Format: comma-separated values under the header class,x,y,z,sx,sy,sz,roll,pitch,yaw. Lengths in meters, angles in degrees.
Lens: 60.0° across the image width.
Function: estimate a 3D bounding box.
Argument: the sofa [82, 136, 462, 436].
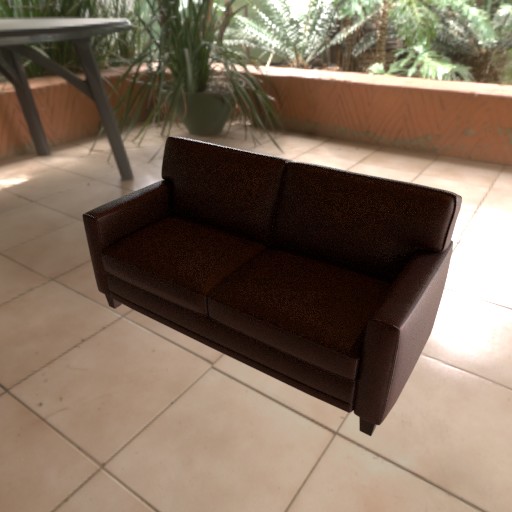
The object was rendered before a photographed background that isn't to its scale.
class,x,y,z,sx,sy,sz,roll,pitch,yaw
sofa,0.000,0.000,2.430,1.876,0.928,0.912,19,35,29
